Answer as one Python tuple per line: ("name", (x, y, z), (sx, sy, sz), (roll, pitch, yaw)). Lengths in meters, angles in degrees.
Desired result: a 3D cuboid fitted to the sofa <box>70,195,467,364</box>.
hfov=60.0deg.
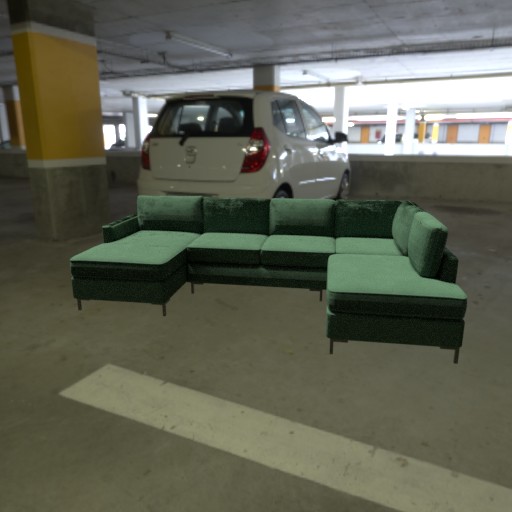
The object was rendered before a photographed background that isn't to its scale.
("sofa", (0.000, 0.000, 4.397), (3.434, 0.992, 2.055), (2, 15, 9))
